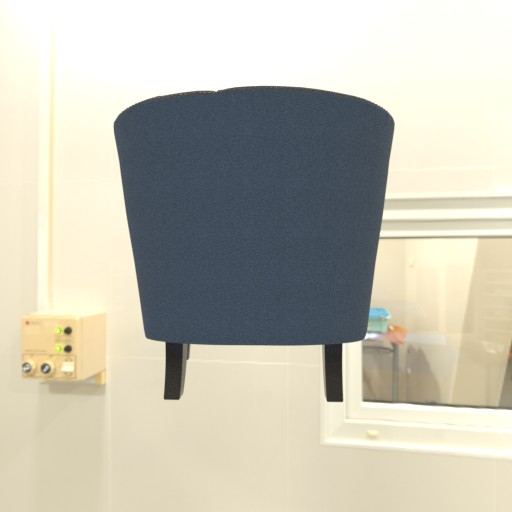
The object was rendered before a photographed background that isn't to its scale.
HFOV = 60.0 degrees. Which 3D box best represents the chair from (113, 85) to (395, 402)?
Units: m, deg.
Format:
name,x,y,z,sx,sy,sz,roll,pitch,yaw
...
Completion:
name,x,y,z,sx,sy,sz,roll,pitch,yaw
chair,0.000,0.000,1.556,0.848,0.868,0.906,0,0,2
